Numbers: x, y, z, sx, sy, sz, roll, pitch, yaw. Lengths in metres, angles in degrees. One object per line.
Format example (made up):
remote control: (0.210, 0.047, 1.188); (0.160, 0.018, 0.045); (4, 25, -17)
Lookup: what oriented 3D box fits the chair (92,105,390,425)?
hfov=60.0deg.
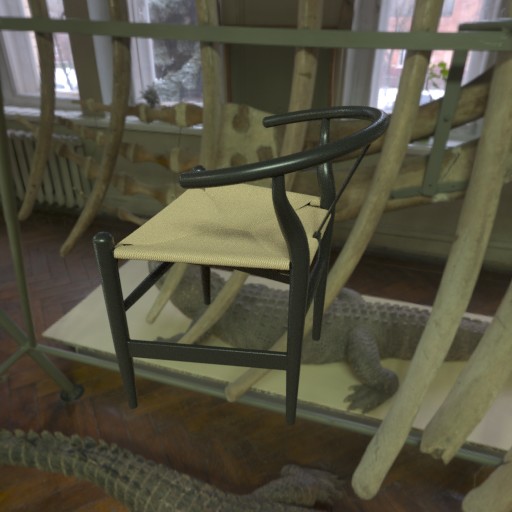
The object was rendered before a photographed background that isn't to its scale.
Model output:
chair: (0.000, 0.000, 1.150); (0.570, 0.739, 0.570); (9, 30, 15)
